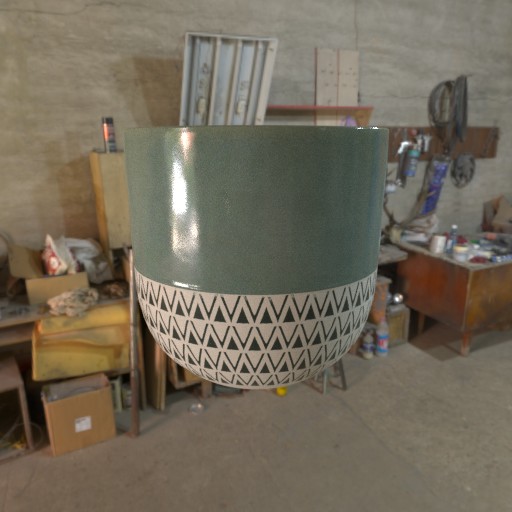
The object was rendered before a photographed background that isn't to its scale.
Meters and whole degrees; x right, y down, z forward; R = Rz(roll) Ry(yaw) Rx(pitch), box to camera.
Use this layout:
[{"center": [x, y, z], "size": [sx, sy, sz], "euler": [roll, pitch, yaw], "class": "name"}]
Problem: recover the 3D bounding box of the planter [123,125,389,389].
[{"center": [0.000, 0.000, 0.493], "size": [0.266, 0.270, 0.266], "euler": [0, 14, 0], "class": "planter"}]
